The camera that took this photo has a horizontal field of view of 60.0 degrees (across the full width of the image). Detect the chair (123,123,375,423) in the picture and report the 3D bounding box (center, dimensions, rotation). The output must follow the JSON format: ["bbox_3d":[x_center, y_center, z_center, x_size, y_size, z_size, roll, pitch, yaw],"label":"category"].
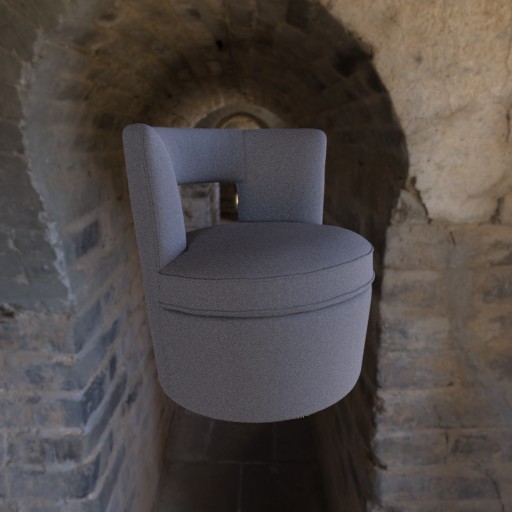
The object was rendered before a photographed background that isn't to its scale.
[{"bbox_3d":[0.000,0.000,1.276,0.660,0.719,0.689,14,20,42],"label":"chair"}]
